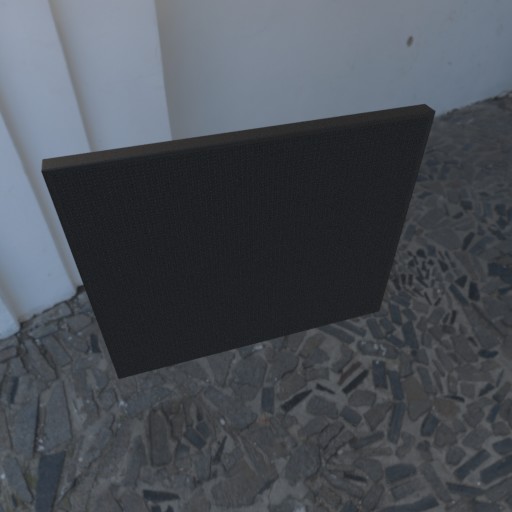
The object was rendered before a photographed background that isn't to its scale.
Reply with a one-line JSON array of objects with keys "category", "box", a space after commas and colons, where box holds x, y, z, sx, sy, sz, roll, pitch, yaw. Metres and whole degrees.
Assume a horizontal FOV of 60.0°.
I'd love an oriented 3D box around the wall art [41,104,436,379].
[{"category": "wall art", "box": [0.000, 0.000, 0.766, 0.559, 0.458, 0.029, -12, 43, -13]}]
